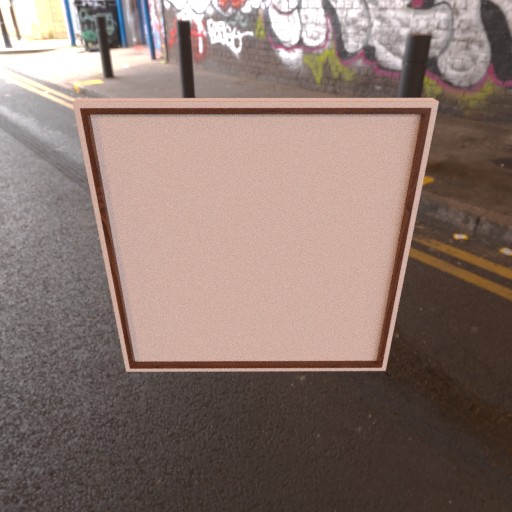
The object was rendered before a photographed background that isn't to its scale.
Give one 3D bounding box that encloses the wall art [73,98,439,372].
[{"bbox_3d":[0.000,0.000,1.491,1.009,1.009,0.049,0,30,0],"label":"wall art"}]
